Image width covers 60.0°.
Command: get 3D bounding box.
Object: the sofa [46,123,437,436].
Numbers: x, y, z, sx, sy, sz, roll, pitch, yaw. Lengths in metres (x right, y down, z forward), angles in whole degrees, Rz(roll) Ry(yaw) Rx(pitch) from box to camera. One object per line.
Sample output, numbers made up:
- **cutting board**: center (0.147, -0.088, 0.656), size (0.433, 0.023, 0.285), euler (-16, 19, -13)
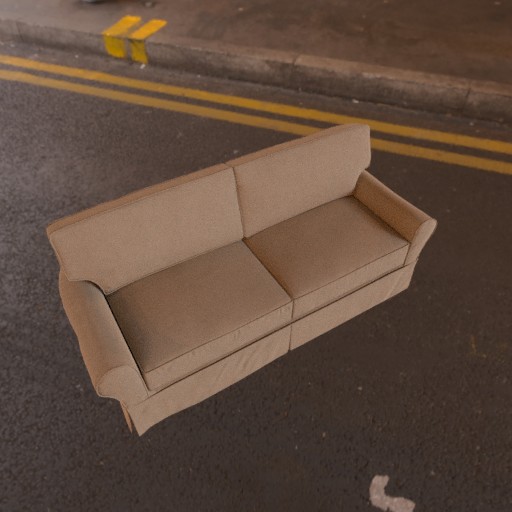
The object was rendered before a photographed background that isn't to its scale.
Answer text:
- **sofa**: center (0.000, 0.000, 2.752), size (2.246, 1.014, 0.900), euler (-23, 50, -21)
